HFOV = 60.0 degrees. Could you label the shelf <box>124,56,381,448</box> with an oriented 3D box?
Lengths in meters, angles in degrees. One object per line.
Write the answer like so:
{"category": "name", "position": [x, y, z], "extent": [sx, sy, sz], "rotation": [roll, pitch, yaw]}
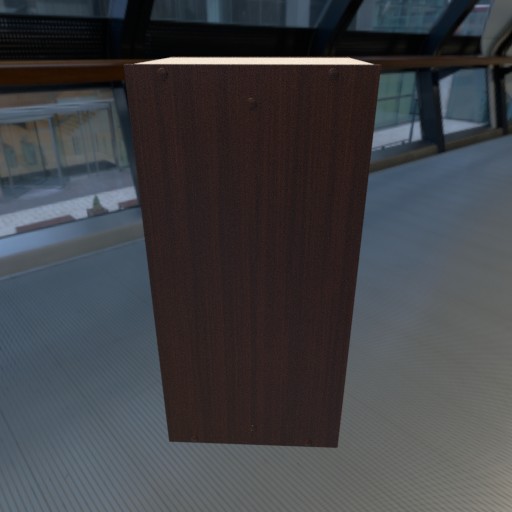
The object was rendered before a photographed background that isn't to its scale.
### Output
{"category": "shelf", "position": [0.000, 0.000, 0.742], "extent": [0.290, 0.600, 0.253], "rotation": [1, 26, 2]}
